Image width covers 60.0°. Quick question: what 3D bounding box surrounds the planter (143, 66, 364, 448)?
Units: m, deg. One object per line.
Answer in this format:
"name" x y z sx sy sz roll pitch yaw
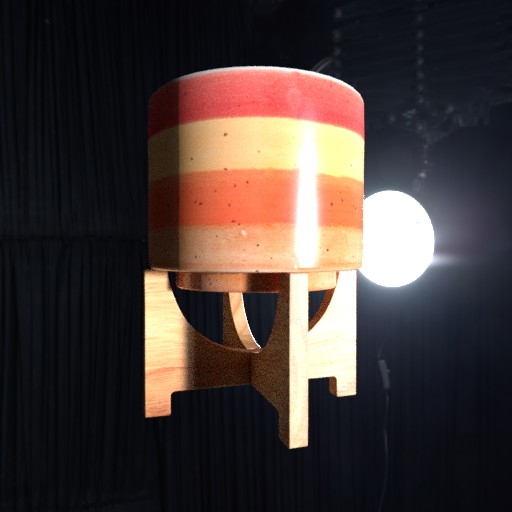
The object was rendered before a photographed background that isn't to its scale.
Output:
"planter" 0.000 0.000 0.404 0.199 0.268 0.199 0 0 0
